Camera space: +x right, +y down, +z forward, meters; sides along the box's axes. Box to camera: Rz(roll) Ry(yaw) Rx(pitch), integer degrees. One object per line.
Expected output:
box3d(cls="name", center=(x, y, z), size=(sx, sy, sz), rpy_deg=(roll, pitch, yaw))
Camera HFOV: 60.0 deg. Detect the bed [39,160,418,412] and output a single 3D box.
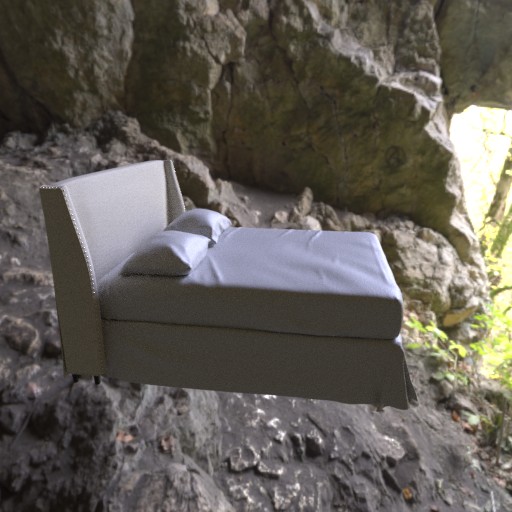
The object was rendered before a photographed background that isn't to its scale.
box3d(cls="bed", center=(0.000, 0.000, 3.470), size=(2.276, 1.332, 1.925), rpy_deg=(3, 17, 9))
